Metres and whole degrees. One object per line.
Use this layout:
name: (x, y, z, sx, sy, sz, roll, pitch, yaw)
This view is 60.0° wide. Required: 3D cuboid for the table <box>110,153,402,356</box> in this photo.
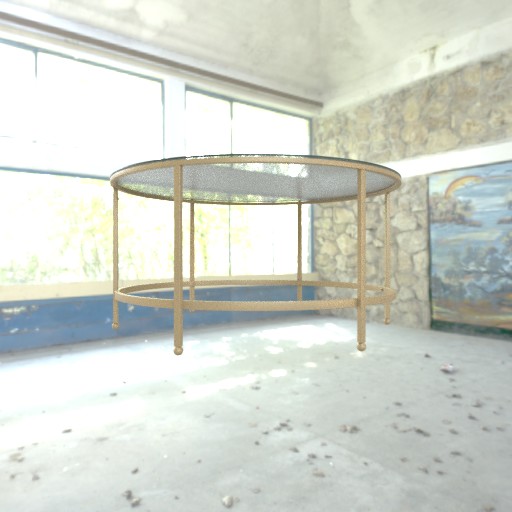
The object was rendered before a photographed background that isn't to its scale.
table: (0.000, 0.000, 1.460, 0.914, 0.470, 0.914, 0, 0, 0)
